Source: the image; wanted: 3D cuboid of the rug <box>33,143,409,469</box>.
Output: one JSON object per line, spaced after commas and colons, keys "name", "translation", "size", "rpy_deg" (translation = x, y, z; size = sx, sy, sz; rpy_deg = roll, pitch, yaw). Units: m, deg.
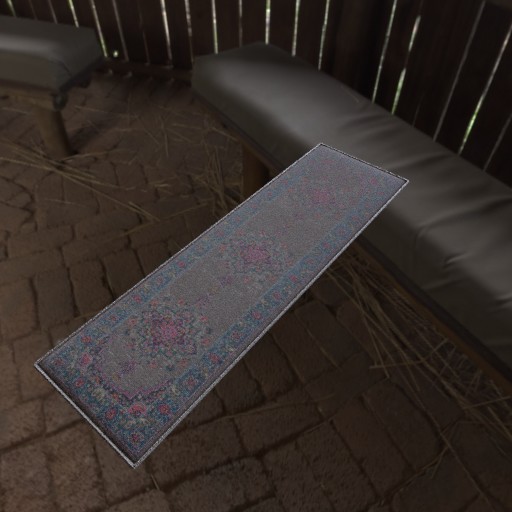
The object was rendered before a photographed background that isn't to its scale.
{"name": "rug", "translation": [0.000, 0.000, 1.931], "size": [0.553, 0.012, 1.827], "rpy_deg": [31, 54, 26]}
